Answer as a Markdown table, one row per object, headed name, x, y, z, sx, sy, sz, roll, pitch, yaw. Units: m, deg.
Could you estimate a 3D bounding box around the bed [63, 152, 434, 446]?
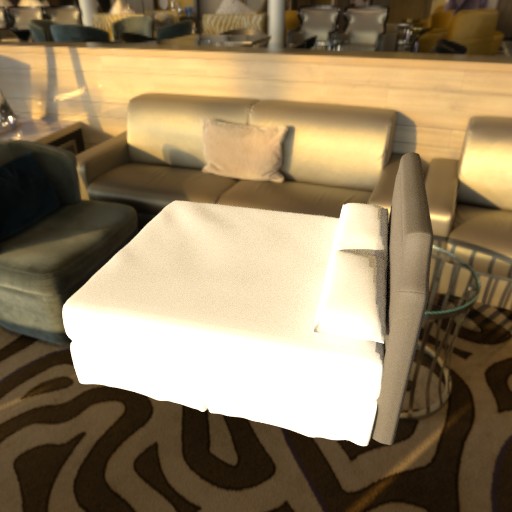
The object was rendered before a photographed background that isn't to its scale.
| name | x | y | z | sx | sy | sz | roll | pitch | yaw |
| --- | --- | --- | --- | --- | --- | --- | --- | --- | --- |
| bed | 0.000 | 0.000 | 3.839 | 2.536 | 1.561 | 2.194 | 8 | 31 | 13 |
